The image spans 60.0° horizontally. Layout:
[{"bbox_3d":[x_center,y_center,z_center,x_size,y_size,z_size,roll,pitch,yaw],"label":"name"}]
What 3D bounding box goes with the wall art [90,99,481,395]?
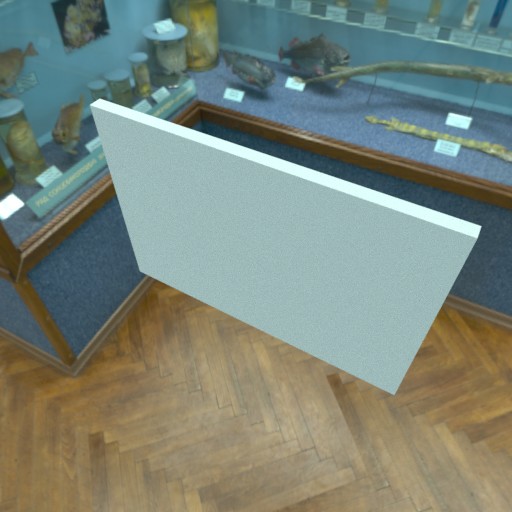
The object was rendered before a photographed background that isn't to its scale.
[{"bbox_3d":[0.000,0.000,1.678,1.308,0.902,0.051,23,52,19],"label":"wall art"}]
